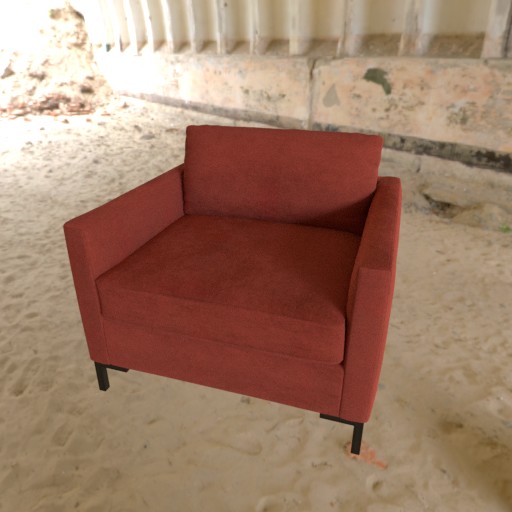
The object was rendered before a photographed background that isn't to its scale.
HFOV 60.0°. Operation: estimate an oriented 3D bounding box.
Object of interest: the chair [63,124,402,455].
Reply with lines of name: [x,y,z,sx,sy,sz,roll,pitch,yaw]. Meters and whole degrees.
chair: [0.000,0.000,1.604,0.964,0.812,0.875,8,27,16]
